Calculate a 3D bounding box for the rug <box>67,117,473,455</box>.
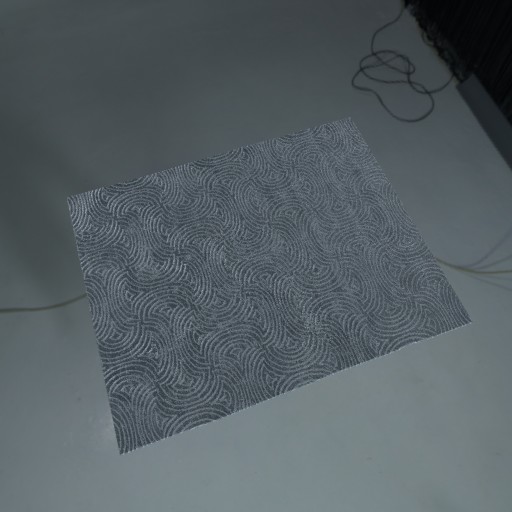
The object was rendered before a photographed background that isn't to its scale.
[{"bbox_3d":[0.000,0.000,4.048,3.042,0.021,2.456,-18,65,-9],"label":"rug"}]
